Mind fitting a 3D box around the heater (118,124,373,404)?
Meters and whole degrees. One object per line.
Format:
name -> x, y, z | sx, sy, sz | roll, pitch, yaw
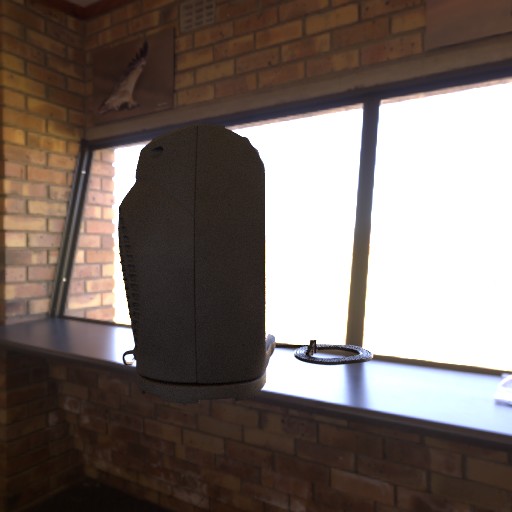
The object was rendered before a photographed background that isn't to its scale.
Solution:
heater -> 0.000, 0.000, 0.486 | 0.291, 0.255, 0.239 | 0, 1, 0
